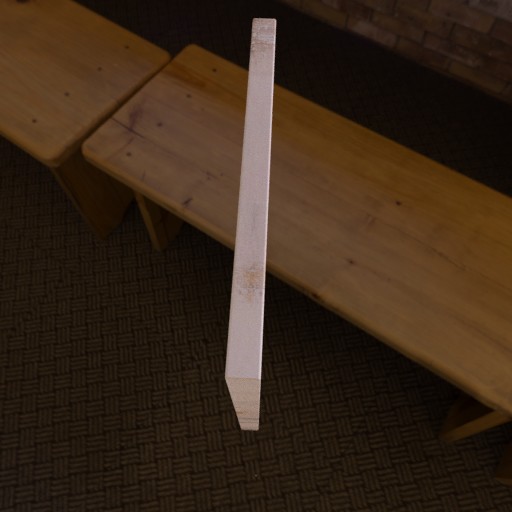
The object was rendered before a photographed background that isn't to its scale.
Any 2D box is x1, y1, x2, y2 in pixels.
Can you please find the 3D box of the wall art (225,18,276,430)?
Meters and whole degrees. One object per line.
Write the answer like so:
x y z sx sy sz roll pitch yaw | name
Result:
0.000 0.000 0.903 0.040 0.613 0.611 2 64 1 | wall art
